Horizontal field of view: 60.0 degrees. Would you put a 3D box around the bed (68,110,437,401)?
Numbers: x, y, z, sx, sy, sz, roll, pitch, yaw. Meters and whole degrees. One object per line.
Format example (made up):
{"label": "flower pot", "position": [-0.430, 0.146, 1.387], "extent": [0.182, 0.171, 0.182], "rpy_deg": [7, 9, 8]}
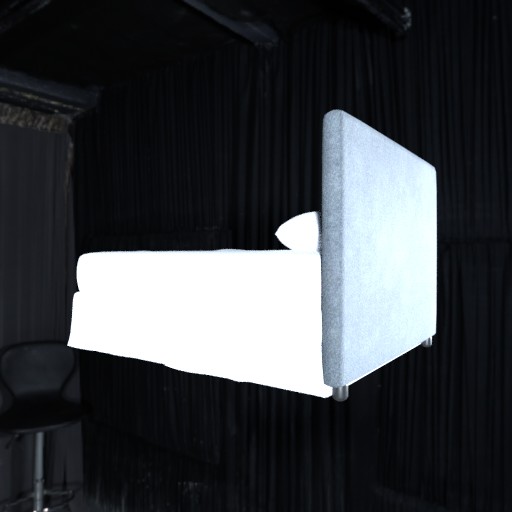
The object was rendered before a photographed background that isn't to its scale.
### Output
{"label": "bed", "position": [0.000, 0.000, 3.227], "extent": [2.142, 1.330, 1.713], "rpy_deg": [0, 0, 36]}
